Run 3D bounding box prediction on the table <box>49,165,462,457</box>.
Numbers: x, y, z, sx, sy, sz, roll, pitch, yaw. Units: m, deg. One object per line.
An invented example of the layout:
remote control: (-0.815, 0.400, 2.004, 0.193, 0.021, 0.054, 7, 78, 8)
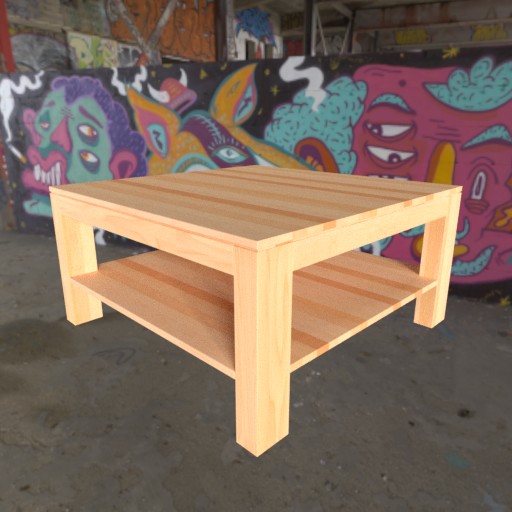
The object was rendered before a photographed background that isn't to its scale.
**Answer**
table: (0.000, 0.000, 1.430, 0.900, 0.450, 0.900, 16, 24, 42)
